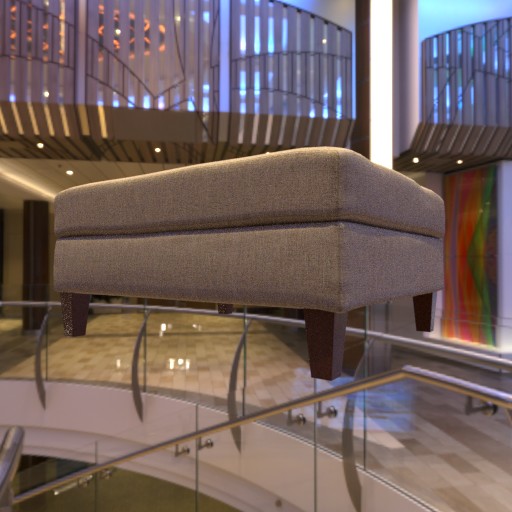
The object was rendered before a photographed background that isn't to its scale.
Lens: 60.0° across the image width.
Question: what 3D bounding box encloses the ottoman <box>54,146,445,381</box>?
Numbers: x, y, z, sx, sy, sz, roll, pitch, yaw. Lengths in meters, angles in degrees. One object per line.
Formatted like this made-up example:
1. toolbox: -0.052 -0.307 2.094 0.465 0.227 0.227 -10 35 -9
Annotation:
1. ottoman: 0.000 0.000 1.415 0.976 0.492 0.836 -1 -1 35
